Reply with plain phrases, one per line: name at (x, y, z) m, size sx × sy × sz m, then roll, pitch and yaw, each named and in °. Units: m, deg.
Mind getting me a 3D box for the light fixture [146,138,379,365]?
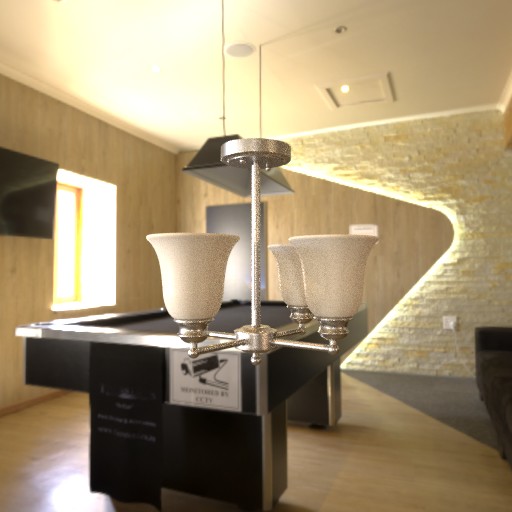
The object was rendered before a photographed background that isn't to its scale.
light fixture at (0.000, 0.000, 0.756) m, size 0.427 × 0.370 × 0.427 m, roll -1°, pitch -2°, yaw 38°
